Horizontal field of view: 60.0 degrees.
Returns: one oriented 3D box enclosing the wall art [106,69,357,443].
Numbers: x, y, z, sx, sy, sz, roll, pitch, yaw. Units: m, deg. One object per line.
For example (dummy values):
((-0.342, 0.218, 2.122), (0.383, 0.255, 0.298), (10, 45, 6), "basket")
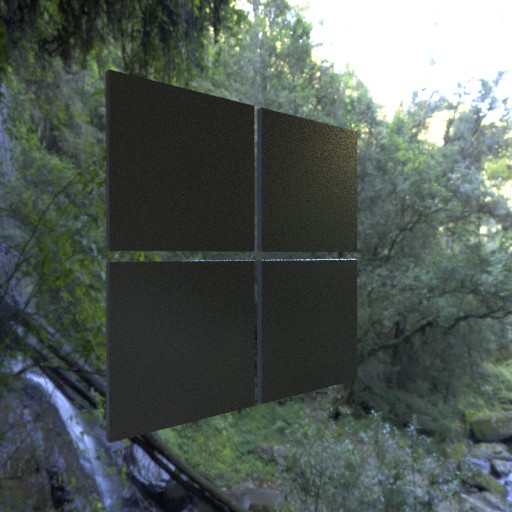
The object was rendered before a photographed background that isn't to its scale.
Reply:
((0.000, 0.000, 1.672), (1.118, 1.118, 0.029), (0, 0, -37), "wall art")
